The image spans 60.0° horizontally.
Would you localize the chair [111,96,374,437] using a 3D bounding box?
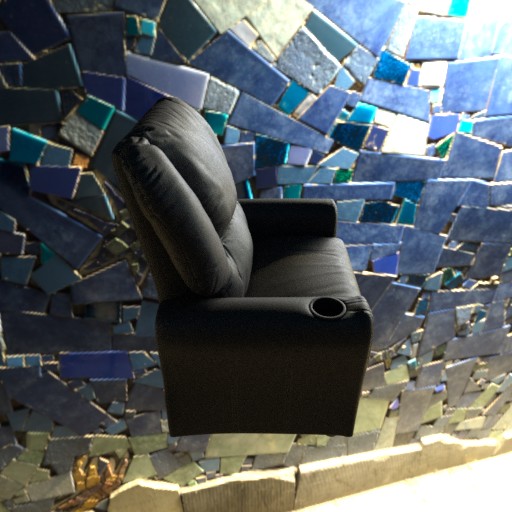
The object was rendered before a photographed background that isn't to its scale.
[{"bbox_3d":[0.000,0.000,1.111,0.521,0.709,0.610,0,31,1],"label":"chair"}]
